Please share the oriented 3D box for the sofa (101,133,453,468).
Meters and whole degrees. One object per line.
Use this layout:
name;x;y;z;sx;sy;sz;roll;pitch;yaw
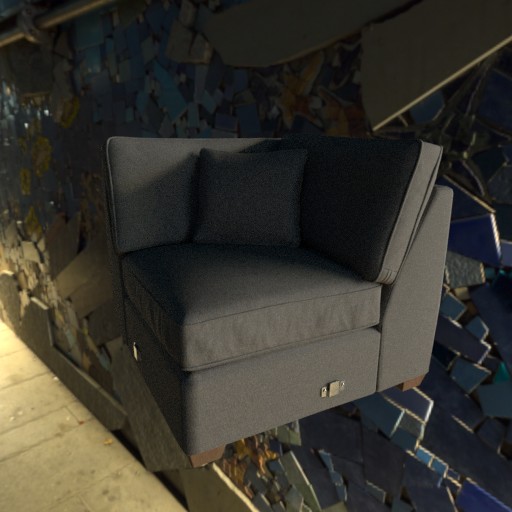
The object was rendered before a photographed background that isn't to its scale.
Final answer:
sofa;0.000;0.000;1.906;1.084;1.002;1.146;-9;19;-27
